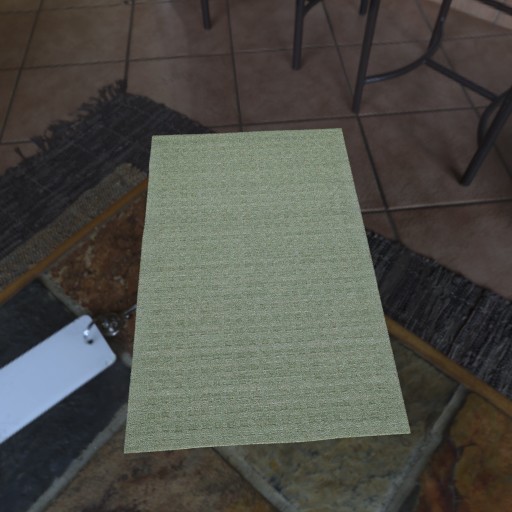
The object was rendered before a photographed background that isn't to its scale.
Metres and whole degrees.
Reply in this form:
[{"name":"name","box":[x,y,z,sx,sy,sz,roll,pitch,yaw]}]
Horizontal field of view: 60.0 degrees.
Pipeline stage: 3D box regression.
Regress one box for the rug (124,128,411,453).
[{"name":"rug","box":[0.000,0.000,2.212,1.143,0.006,1.747,-3,59,-2]}]
